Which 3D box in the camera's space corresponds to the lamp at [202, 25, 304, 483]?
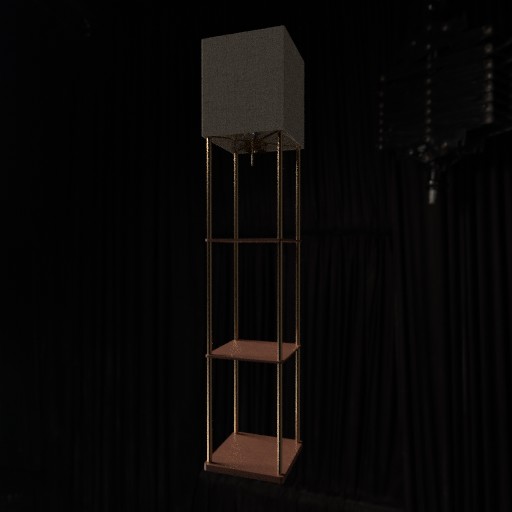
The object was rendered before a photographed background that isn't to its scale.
[{"bbox_3d":[0.000,0.000,1.711,0.308,1.569,0.310,0,1,19],"label":"lamp"}]
